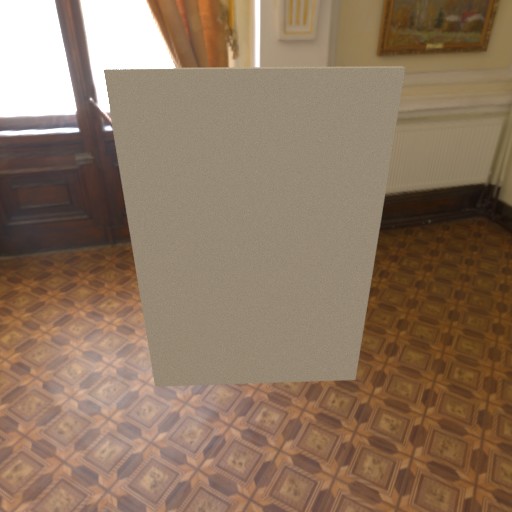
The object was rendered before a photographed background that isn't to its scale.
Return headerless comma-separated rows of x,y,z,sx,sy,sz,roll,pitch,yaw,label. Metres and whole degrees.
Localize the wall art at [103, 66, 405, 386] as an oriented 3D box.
0.000,0.000,0.601,0.325,0.474,0.010,-1,31,-2,wall art
